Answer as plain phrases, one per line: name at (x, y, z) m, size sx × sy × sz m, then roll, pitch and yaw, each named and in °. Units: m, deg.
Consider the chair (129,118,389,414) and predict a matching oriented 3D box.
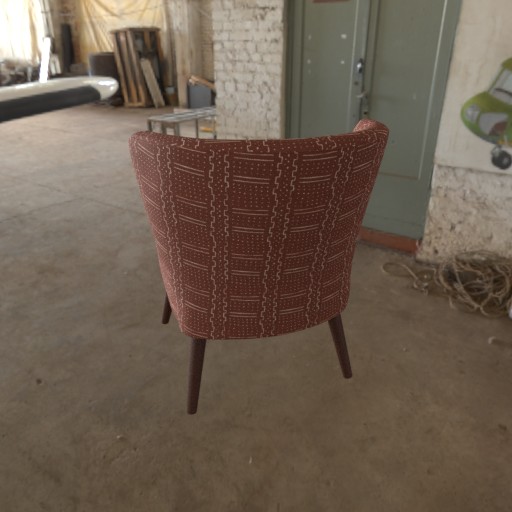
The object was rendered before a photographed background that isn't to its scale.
chair at (0.000, 0.000, 1.424) m, size 0.706 × 0.866 × 0.758 m, roll -8°, pitch 27°, yaw -16°
